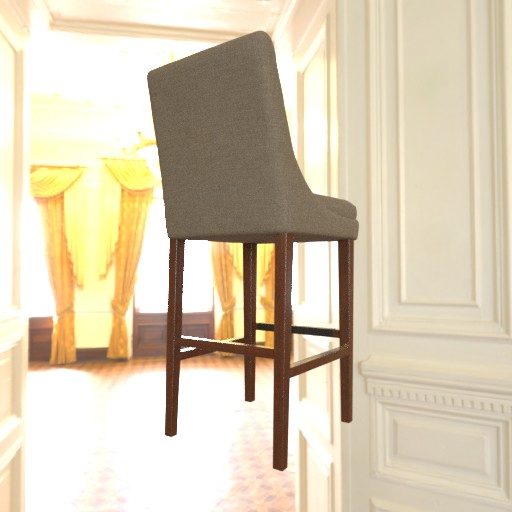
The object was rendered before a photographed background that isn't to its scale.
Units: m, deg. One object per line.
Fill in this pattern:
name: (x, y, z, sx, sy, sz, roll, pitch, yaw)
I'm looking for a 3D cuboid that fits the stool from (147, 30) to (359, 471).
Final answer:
stool: (0.000, 0.000, 1.375, 0.470, 1.078, 0.577, -1, -2, 35)
